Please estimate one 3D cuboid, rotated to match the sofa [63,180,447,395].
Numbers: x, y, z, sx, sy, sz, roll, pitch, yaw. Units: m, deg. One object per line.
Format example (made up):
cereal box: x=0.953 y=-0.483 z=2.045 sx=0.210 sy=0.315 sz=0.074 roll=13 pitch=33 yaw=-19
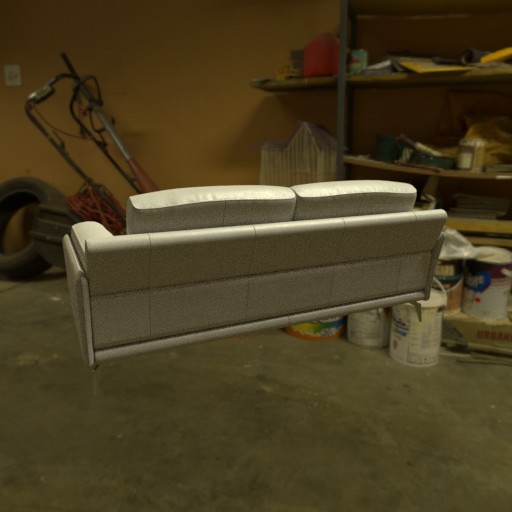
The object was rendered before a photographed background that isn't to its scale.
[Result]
sofa: x=0.000 y=0.000 z=2.692 sx=2.101 sy=0.930 sz=1.049 roll=-7 pitch=15 yaw=-25
